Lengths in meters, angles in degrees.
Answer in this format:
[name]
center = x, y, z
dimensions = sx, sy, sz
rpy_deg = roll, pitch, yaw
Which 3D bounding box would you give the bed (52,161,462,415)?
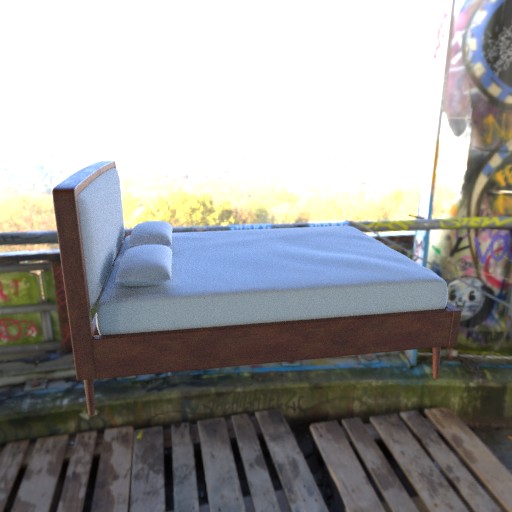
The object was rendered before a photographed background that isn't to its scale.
[bed]
center = 0.000, 0.000, 3.146
dimensions = 2.196, 1.275, 1.587
rpy_deg = -3, 17, -10
